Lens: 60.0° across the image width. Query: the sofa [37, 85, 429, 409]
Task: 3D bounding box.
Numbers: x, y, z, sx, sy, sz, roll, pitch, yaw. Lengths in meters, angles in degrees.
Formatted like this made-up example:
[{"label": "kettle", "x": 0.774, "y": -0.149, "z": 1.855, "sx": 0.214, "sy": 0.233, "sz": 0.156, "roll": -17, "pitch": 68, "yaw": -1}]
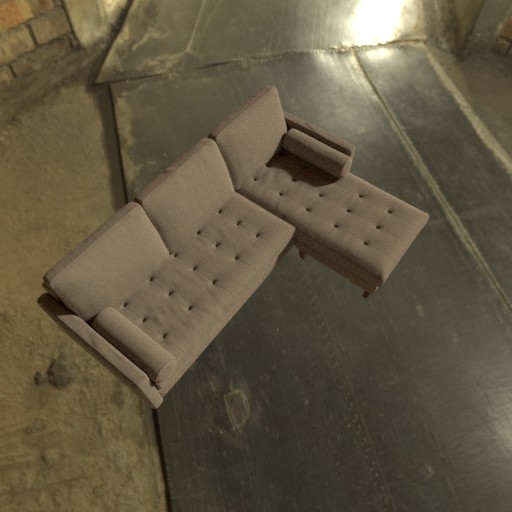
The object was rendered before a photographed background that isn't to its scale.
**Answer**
[{"label": "sofa", "x": 0.000, "y": 0.000, "z": 2.870, "sx": 1.506, "sy": 0.875, "sz": 2.178, "roll": 33, "pitch": 64, "yaw": 19}]
